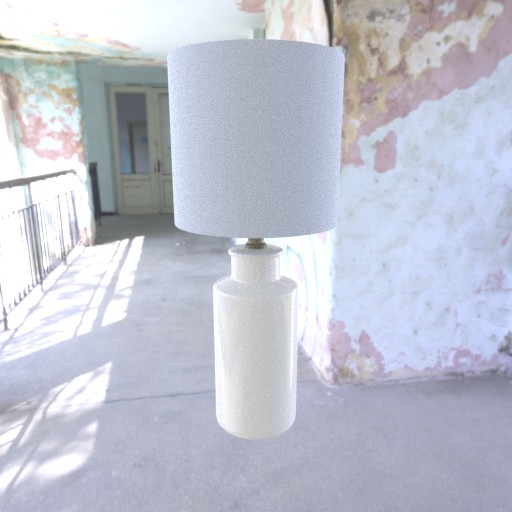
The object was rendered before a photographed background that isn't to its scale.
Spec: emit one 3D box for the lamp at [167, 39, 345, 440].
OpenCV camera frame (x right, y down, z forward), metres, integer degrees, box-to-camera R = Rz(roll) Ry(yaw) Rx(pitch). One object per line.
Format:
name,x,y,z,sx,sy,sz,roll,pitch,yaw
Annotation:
lamp,0.000,0.000,0.598,0.212,0.493,0.212,-2,14,-8
